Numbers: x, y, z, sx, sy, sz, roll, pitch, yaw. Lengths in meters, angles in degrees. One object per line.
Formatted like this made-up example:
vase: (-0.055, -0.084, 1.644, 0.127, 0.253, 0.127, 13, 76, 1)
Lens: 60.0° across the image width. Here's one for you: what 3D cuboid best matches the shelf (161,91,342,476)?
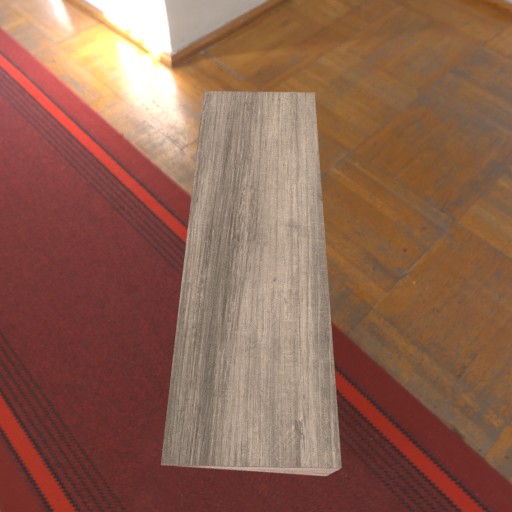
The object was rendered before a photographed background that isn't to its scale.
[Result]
shelf: (0.000, 0.000, 0.696, 0.200, 0.125, 0.610, 1, 60, 1)
